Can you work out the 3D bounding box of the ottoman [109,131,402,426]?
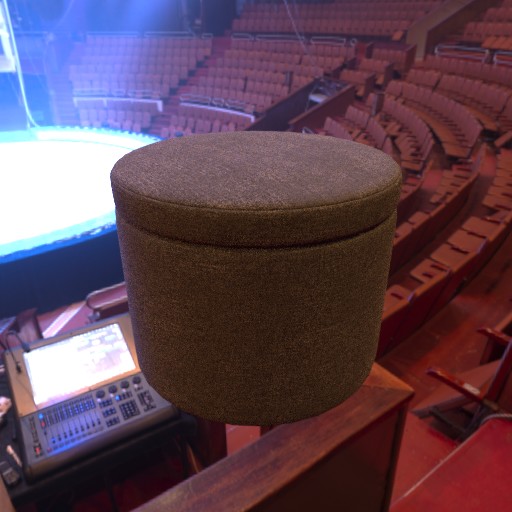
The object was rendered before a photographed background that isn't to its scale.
[{"bbox_3d":[0.000,0.000,0.866,0.500,0.419,0.500,0,26,0],"label":"ottoman"}]
